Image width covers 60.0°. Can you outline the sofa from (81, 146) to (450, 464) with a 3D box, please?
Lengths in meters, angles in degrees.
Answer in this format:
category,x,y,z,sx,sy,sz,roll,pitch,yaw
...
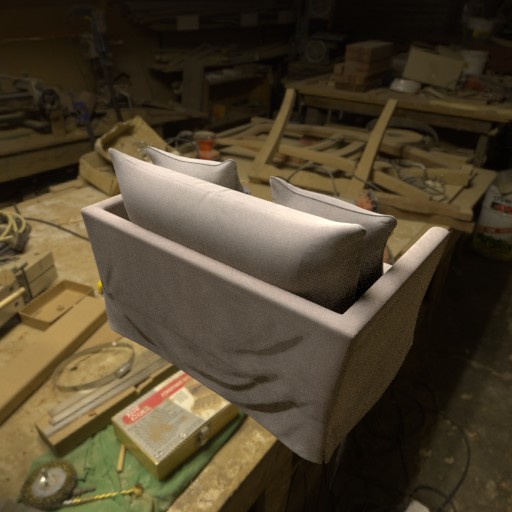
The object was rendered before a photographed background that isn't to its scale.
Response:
category,x,y,z,sx,sy,sz,roll,pitch,yaw
sofa,0.000,0.000,2.322,1.608,1.040,1.035,22,37,32
